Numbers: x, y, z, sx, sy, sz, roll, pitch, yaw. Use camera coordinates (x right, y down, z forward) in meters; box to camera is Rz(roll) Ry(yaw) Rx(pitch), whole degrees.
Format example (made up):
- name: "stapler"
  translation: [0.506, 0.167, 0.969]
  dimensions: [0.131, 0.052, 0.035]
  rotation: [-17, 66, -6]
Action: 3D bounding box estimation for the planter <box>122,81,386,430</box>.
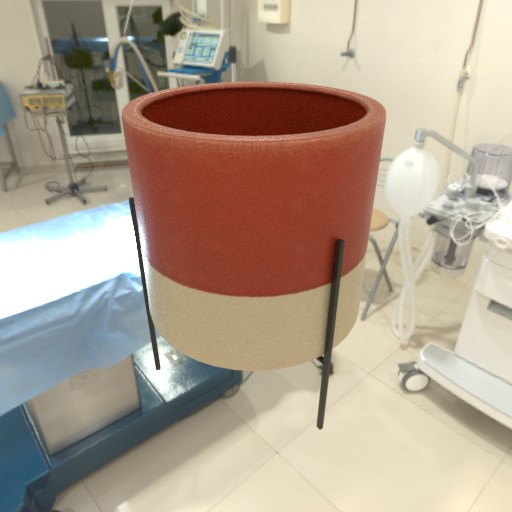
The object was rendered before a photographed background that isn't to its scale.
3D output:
- name: "planter"
  translation: [0.000, 0.000, 0.703]
  dimensions: [0.345, 0.465, 0.354]
  rotation: [-20, 36, -30]
